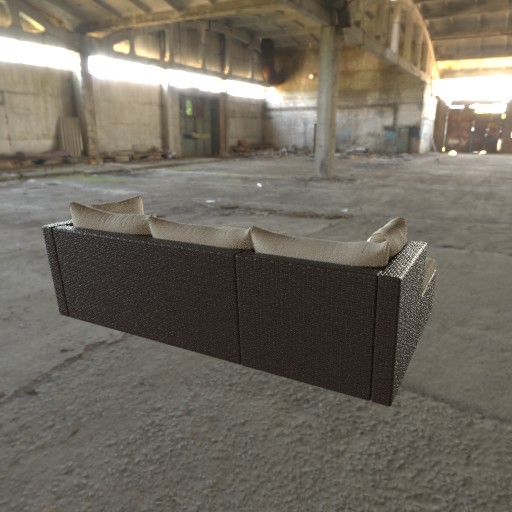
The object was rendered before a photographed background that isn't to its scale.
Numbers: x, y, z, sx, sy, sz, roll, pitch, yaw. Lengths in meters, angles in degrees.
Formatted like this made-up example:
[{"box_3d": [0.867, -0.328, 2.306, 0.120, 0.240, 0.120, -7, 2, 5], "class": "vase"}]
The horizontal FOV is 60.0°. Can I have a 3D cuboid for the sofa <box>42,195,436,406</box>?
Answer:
[{"box_3d": [0.000, 0.000, 3.013, 2.192, 0.766, 1.612, 8, 17, 27], "class": "sofa"}]
